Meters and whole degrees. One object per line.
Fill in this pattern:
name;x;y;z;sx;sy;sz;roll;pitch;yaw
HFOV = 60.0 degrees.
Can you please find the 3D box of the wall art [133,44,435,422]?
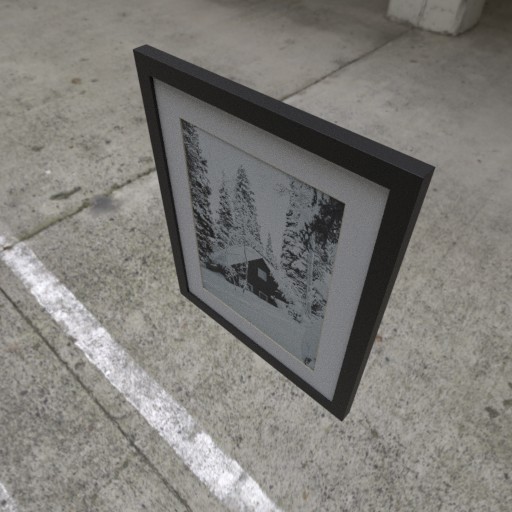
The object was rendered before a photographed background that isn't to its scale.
wall art;0.000;0.000;0.526;0.325;0.397;0.018;33;55;28
